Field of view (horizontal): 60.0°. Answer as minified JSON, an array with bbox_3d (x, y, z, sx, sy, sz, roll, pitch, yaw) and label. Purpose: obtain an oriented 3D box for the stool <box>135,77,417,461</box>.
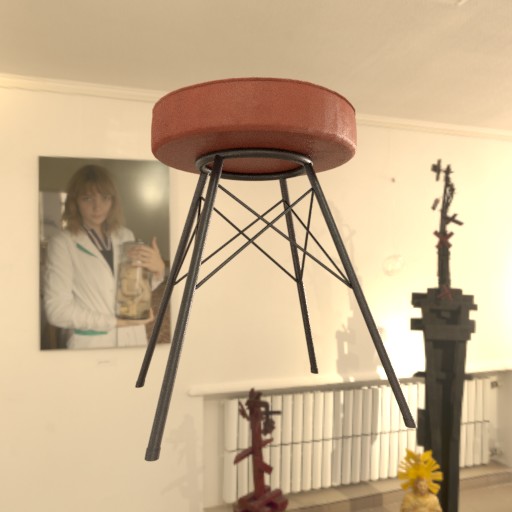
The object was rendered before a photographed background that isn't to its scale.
[{"bbox_3d":[0.000,0.000,0.898,0.457,0.593,0.421,0,-1,-17],"label":"stool"}]
